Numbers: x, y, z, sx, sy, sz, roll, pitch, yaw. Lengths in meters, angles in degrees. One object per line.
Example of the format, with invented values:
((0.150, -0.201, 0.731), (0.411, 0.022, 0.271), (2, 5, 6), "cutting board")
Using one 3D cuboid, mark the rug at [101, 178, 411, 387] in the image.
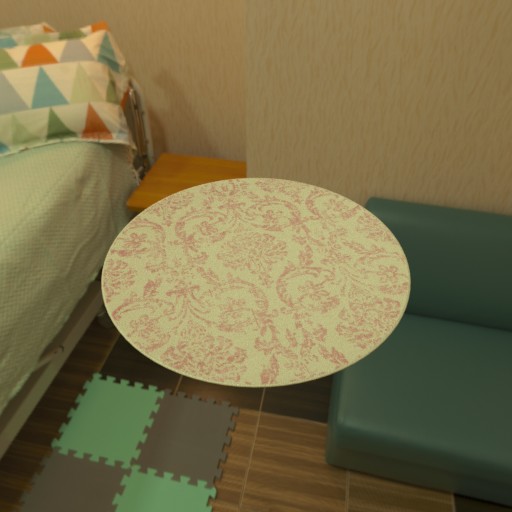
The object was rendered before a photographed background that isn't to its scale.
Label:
((0.000, 0.000, 2.361), (1.593, 0.012, 1.593), (0, 41, 0), "rug")
